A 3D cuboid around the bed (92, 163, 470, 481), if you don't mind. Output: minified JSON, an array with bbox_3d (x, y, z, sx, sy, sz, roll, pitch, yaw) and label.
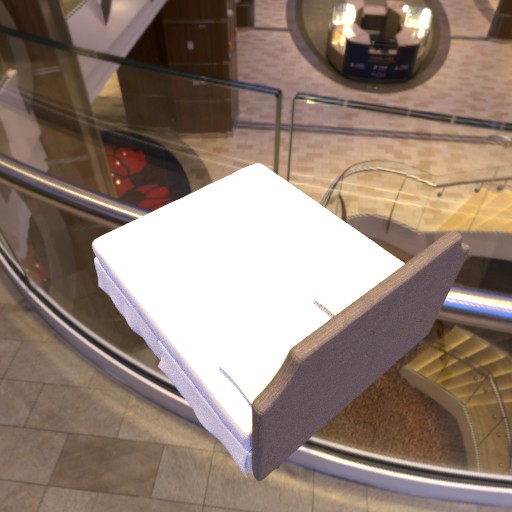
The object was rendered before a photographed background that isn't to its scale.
[{"bbox_3d":[0.000,0.000,4.160,2.350,1.590,2.773,-30,53,-26],"label":"bed"}]
